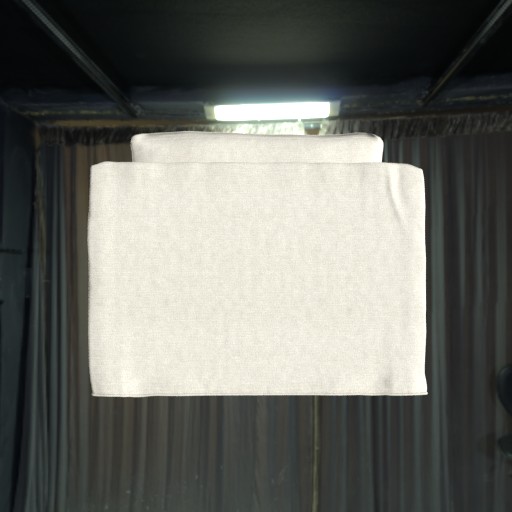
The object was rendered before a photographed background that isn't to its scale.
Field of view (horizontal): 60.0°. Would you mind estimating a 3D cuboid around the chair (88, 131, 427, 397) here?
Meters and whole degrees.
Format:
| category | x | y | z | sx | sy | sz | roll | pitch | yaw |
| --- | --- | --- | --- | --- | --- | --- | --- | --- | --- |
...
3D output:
| category | x | y | z | sx | sy | sz | roll | pitch | yaw |
| --- | --- | --- | --- | --- | --- | --- | --- | --- | --- |
| chair | 0.000 | 0.000 | 1.796 | 1.057 | 0.867 | 0.949 | 0 | -2 | -1 |
